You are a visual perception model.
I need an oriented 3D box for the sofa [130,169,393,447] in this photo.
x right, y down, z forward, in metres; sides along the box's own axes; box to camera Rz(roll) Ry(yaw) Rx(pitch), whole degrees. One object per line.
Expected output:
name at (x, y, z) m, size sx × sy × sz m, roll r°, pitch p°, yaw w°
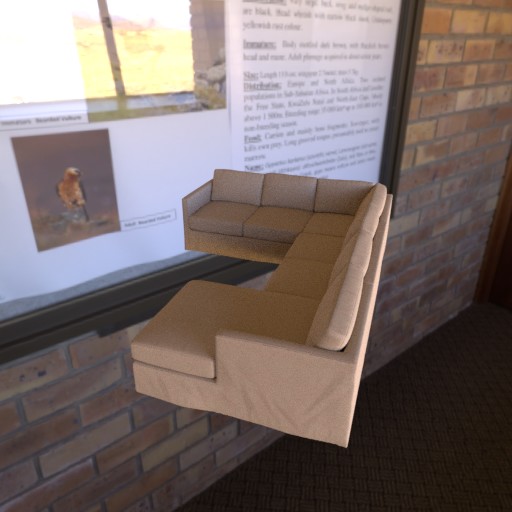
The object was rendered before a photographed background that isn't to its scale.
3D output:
sofa at (0.000, 0.000, 4.506) m, size 2.427 × 0.882 × 3.460 m, roll 8°, pitch 27°, yaw 17°
